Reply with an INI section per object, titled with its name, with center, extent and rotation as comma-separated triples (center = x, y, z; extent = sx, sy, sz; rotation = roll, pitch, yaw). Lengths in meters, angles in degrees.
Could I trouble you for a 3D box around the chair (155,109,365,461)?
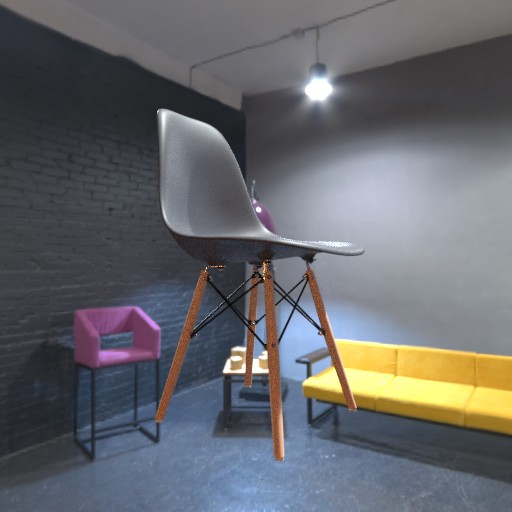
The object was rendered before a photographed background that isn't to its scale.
[chair]
center = 0.000, 0.000, 1.154
extent = 0.533, 0.826, 0.470
rotation = 0, 0, 36
